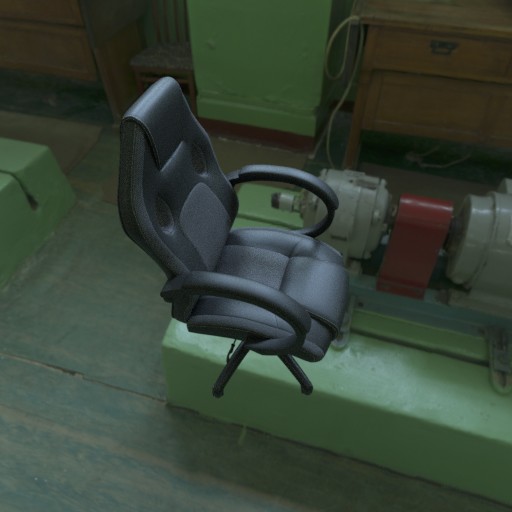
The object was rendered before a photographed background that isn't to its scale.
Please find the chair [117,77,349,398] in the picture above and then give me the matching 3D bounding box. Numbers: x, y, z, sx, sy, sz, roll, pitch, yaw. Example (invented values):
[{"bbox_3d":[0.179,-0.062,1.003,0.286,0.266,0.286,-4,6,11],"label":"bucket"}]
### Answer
[{"bbox_3d":[0.000,0.000,1.653,0.724,1.187,0.673,11,47,11],"label":"chair"}]
